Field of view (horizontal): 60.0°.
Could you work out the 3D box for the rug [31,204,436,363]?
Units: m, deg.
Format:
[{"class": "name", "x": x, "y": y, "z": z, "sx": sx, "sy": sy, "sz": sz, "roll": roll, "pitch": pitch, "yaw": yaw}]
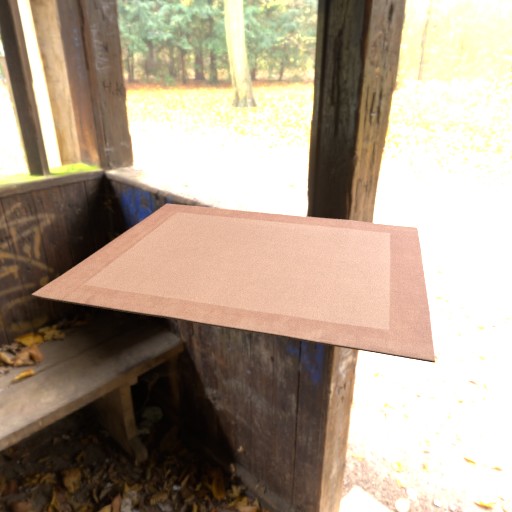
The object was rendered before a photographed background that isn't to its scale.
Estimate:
[{"class": "rug", "x": 0.000, "y": 0.000, "z": 4.228, "sx": 3.057, "sy": 0.021, "sz": 2.431, "roll": 7, "pitch": 26, "yaw": 14}]
